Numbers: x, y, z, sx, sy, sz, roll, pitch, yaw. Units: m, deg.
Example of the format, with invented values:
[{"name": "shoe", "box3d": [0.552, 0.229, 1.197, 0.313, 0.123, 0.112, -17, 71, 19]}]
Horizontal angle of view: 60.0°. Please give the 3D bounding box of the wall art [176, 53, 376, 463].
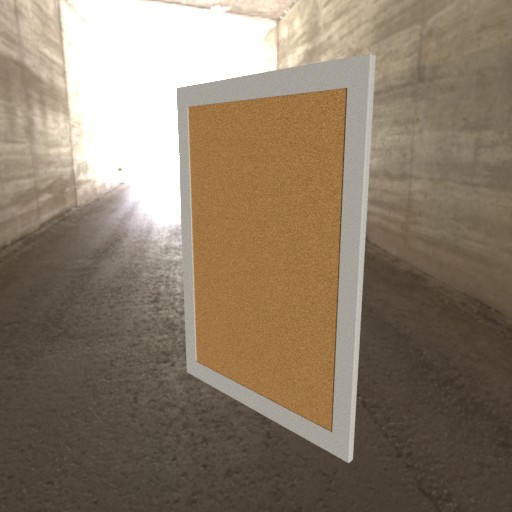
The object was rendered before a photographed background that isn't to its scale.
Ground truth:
[{"name": "wall art", "box3d": [0.000, 0.000, 0.688, 0.374, 0.529, 0.012, 13, 18, 43]}]
